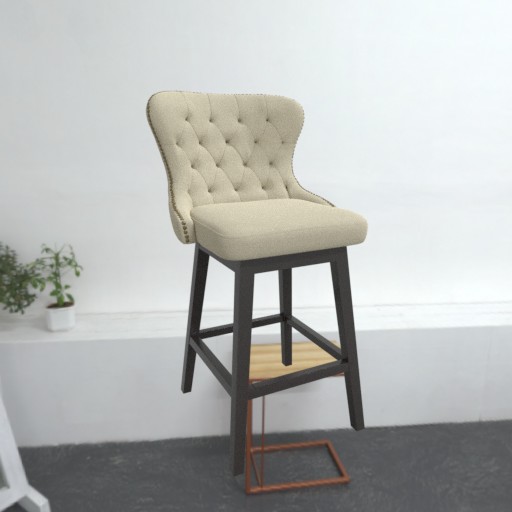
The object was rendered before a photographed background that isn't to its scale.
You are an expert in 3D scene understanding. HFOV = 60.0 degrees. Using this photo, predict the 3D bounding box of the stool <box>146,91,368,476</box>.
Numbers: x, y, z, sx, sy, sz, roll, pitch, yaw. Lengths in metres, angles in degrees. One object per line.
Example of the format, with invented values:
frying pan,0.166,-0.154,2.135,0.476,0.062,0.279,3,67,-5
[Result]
stool,0.000,0.000,1.348,0.528,0.971,0.593,-8,18,-26
